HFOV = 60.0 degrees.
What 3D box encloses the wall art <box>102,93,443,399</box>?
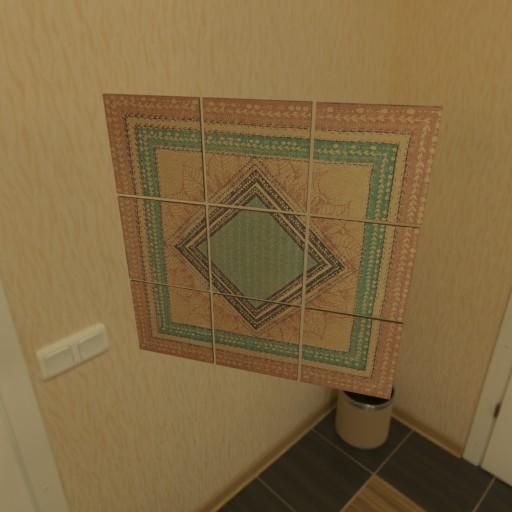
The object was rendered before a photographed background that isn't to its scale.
[{"bbox_3d":[0.000,0.000,1.808,1.215,1.213,0.013,8,28,15],"label":"wall art"}]
